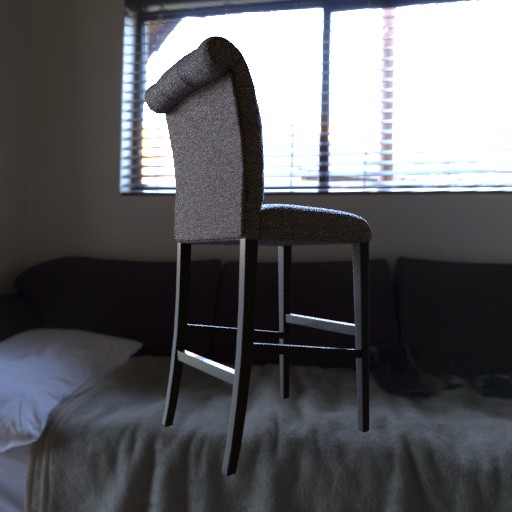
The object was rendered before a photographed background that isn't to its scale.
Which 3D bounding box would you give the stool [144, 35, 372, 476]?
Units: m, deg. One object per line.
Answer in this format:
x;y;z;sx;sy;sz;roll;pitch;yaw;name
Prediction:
0.000;0.000;1.439;0.613;1.131;0.452;0;0;-35;stool
